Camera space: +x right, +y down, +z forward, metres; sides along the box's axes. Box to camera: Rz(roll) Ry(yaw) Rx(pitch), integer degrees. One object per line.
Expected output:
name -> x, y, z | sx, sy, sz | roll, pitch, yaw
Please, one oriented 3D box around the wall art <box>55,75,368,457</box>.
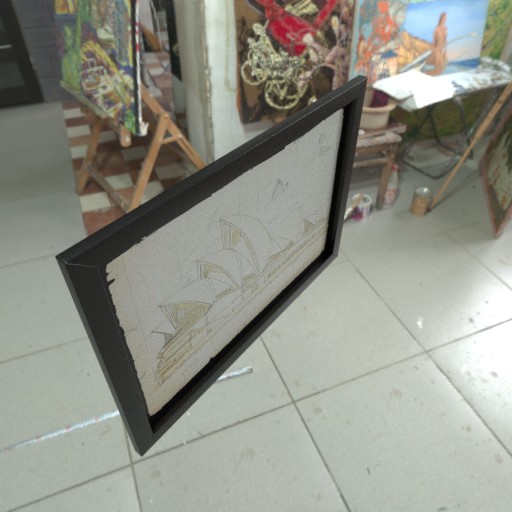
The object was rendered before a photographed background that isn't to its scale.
wall art -> 0.000, 0.000, 0.539 | 0.013, 0.306, 0.440 | 28, 49, 27
